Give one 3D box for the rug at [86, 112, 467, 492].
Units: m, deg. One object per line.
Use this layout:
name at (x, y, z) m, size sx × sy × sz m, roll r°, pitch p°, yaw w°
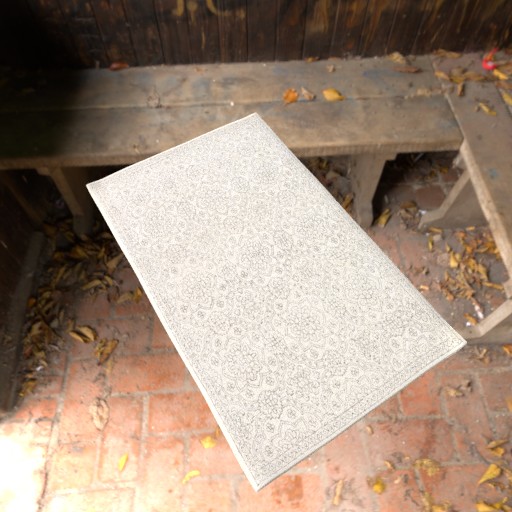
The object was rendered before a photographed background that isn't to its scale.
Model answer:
rug at (0.000, 0.000, 2.420) m, size 1.214 × 0.023 × 1.947 m, roll -28°, pitch 63°, yaw -16°
